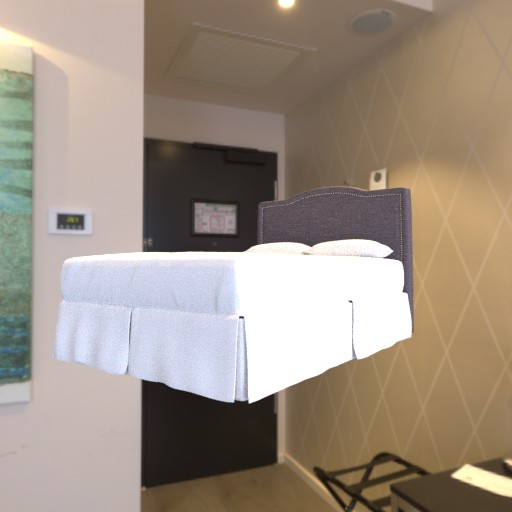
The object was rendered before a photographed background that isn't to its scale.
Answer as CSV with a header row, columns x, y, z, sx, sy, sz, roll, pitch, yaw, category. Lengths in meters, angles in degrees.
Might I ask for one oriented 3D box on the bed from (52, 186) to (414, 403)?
x,y,z,sx,sy,sz,roll,pitch,yaw,category
0.000,0.000,3.513,1.741,1.441,2.507,-1,-2,37,bed
